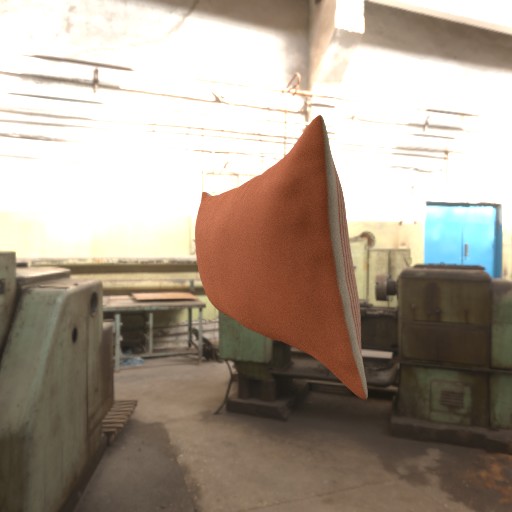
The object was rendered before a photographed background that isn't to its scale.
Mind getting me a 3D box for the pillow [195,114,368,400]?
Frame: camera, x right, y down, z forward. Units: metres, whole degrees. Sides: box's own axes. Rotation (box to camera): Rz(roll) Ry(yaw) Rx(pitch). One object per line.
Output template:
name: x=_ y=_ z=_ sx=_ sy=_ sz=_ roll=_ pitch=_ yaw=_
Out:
pillow: x=0.000 y=0.000 z=0.741 sx=0.156 sy=0.292 sz=0.608 roll=0 pitch=1 yaw=-18
